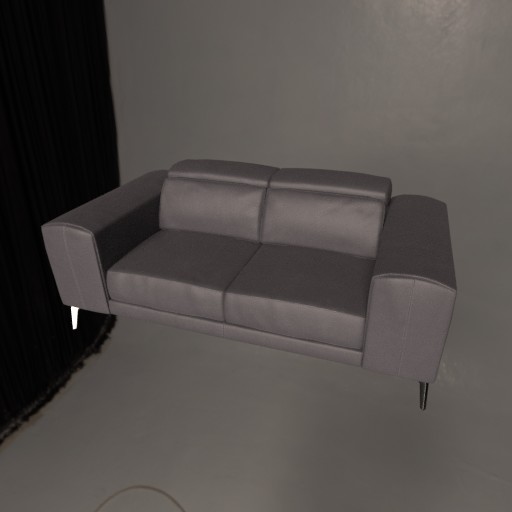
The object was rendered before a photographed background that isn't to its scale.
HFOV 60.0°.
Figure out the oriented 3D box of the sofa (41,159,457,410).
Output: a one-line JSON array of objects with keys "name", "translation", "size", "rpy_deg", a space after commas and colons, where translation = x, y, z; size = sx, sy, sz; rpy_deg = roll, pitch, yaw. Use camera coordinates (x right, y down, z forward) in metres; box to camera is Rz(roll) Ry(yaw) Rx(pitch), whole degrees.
[{"name": "sofa", "translation": [0.000, 0.000, 2.376], "size": [1.895, 0.779, 1.003], "rpy_deg": [9, 28, 17]}]
